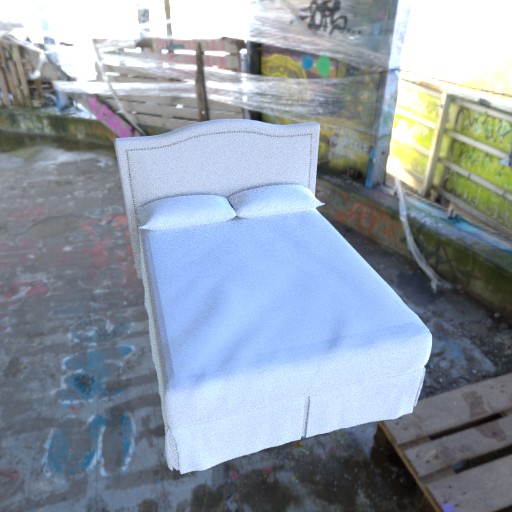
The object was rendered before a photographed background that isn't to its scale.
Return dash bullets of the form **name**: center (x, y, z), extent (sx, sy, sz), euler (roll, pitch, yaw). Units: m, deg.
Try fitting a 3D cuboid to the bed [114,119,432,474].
- **bed**: center (0.000, 0.000, 3.227), extent (1.753, 1.460, 2.143), euler (-9, 33, -14)
